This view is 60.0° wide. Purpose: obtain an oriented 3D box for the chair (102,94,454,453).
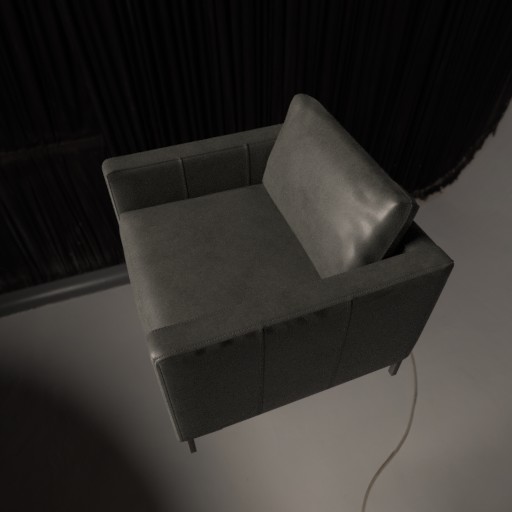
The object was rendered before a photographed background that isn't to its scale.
[{"bbox_3d":[0.000,0.000,1.506,0.861,0.824,0.967,-16,48,-14],"label":"chair"}]
